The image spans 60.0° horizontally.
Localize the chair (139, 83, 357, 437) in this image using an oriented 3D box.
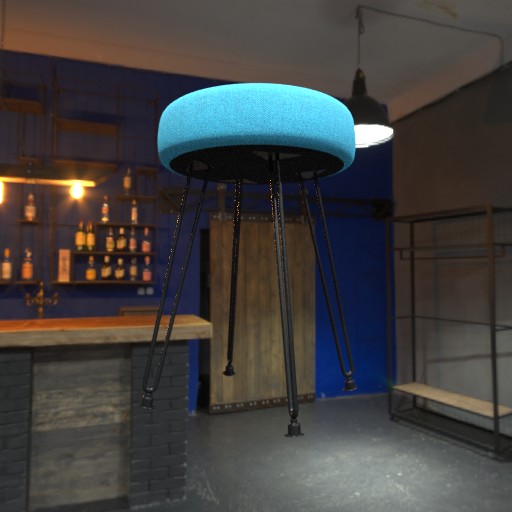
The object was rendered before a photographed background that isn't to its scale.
[{"bbox_3d":[0.000,0.000,0.689,0.350,0.440,0.350,1,-2,-17],"label":"chair"}]
